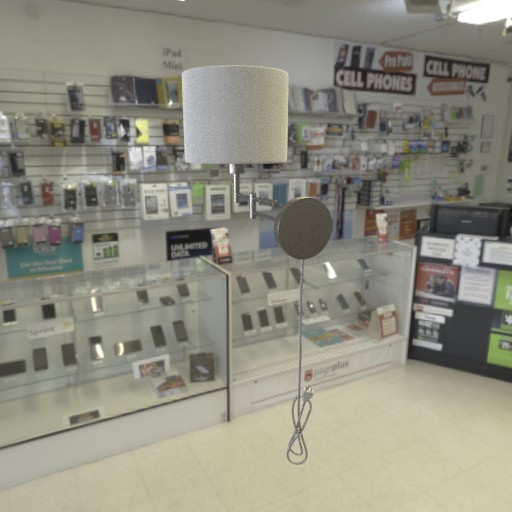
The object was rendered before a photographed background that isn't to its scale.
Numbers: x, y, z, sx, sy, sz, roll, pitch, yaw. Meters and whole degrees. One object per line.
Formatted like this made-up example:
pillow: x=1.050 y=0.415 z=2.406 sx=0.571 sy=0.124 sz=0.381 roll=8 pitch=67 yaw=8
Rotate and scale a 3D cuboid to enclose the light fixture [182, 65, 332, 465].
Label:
light fixture: x=0.000 y=0.000 z=1.060 sx=0.253 sy=0.842 sz=0.479 roll=-7 pitch=15 yaw=-25
